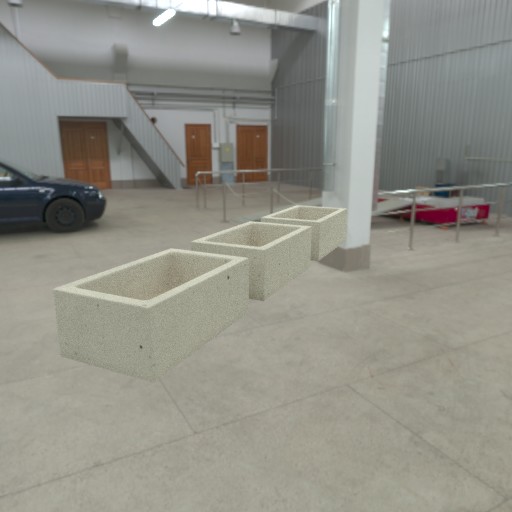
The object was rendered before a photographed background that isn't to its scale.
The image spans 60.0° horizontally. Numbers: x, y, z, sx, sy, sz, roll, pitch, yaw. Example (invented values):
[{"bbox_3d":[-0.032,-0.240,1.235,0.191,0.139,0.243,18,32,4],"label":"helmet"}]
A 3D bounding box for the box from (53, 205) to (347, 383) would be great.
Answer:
[{"bbox_3d":[0.000,0.000,0.489,0.082,0.051,0.461,7,16,25],"label":"box"}]
